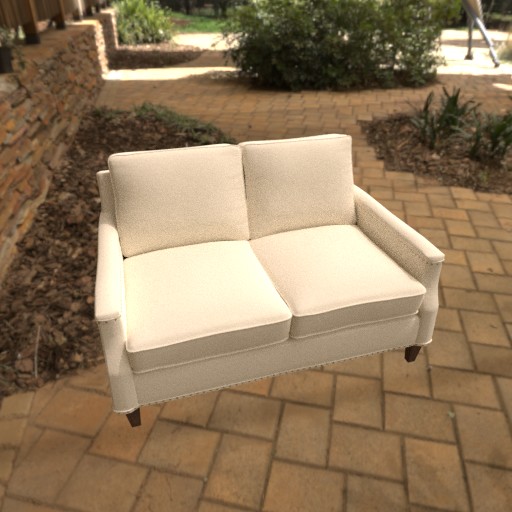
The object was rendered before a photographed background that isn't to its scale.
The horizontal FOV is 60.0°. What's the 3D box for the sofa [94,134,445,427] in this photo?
[{"bbox_3d":[0.000,0.000,2.339,1.597,1.003,1.084,-9,33,-14],"label":"sofa"}]
